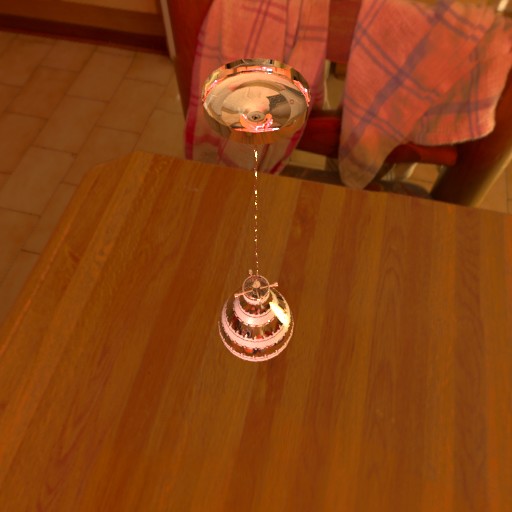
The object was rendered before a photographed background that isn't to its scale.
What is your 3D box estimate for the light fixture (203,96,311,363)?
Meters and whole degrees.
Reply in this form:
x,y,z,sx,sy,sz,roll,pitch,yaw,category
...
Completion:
x,y,z,sx,sy,sz,roll,pitch,yaw,category
0.000,0.000,1.633,0.374,1.457,0.374,-15,61,-8,light fixture
